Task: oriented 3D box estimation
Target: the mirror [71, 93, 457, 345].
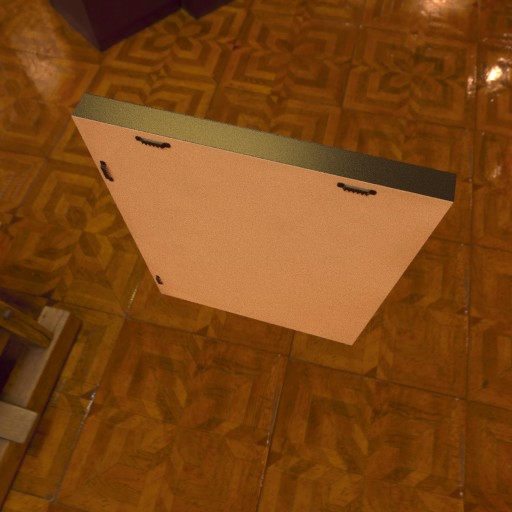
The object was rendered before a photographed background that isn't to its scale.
[{"bbox_3d":[0.000,0.000,0.685,0.406,0.509,0.041,14,64,7],"label":"mirror"}]
